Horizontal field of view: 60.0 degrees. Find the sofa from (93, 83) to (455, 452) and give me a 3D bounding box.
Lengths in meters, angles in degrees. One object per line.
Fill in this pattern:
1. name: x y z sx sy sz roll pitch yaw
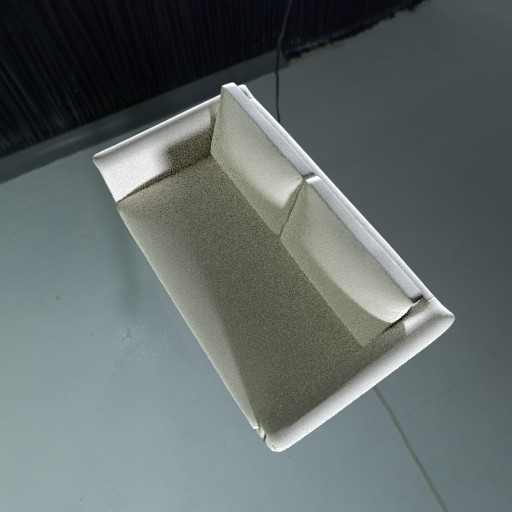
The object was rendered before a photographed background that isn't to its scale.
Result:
1. sofa: 0.000 0.000 2.180 0.905 0.873 1.598 -31 68 -14
